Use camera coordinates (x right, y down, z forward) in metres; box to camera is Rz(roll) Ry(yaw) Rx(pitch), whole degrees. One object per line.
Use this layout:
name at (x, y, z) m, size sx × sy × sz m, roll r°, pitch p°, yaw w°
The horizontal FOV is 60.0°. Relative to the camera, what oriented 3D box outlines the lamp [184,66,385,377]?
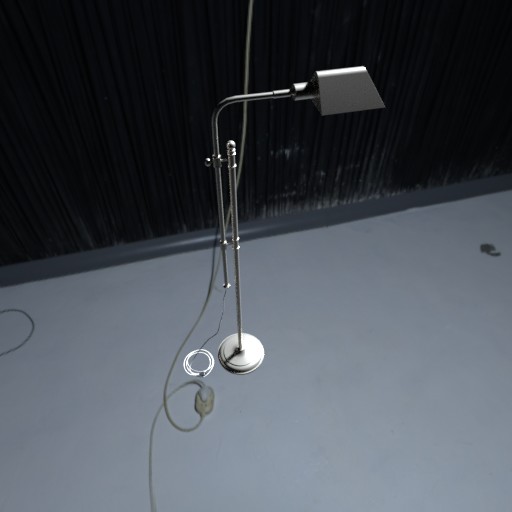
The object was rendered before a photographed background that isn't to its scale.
lamp at (0.000, 0.000, 1.913) m, size 0.813 × 1.571 × 0.256 m, roll -10°, pitch 48°, yaw -9°
